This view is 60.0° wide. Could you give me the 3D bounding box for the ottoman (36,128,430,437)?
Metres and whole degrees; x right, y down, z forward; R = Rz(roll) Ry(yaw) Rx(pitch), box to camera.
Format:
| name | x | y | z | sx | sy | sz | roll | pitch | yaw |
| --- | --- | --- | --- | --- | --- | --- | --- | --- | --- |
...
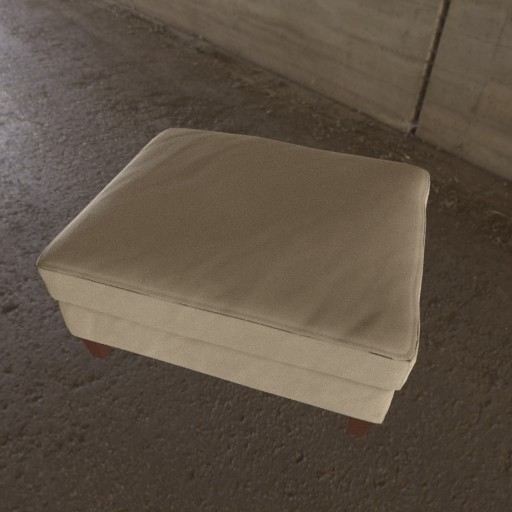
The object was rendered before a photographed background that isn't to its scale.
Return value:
| name | x | y | z | sx | sy | sz | roll | pitch | yaw |
| --- | --- | --- | --- | --- | --- | --- | --- | --- | --- |
| ottoman | 0.000 | 0.000 | 1.473 | 1.002 | 0.492 | 0.836 | 13 | 45 | 13 |
